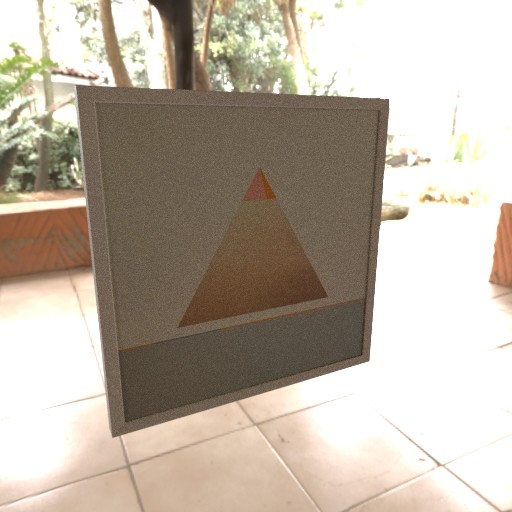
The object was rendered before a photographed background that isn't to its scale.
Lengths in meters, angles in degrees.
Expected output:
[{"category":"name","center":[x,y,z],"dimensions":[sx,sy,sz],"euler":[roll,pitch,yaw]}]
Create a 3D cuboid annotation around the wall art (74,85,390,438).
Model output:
[{"category":"wall art","center":[0.000,0.000,1.107],"dimensions":[0.768,0.765,0.041],"euler":[-8,18,-26]}]
